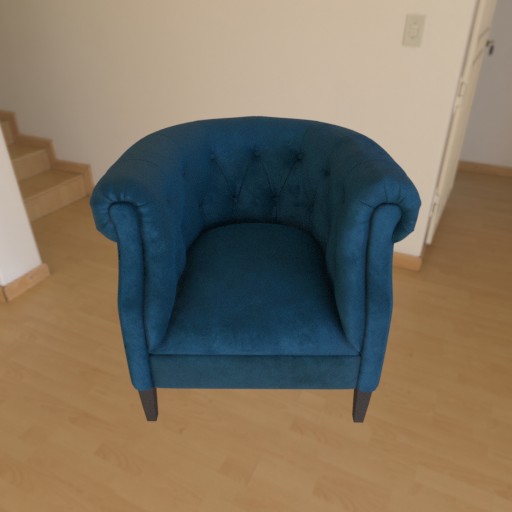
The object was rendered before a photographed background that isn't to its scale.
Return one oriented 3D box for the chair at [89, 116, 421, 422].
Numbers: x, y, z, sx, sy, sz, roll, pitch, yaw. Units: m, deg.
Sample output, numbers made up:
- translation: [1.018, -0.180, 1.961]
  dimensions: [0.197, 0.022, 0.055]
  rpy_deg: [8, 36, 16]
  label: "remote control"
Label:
- translation: [0.000, 0.000, 1.598]
  dimensions: [0.904, 0.826, 0.851]
  rpy_deg: [0, 31, 0]
  label: "chair"
